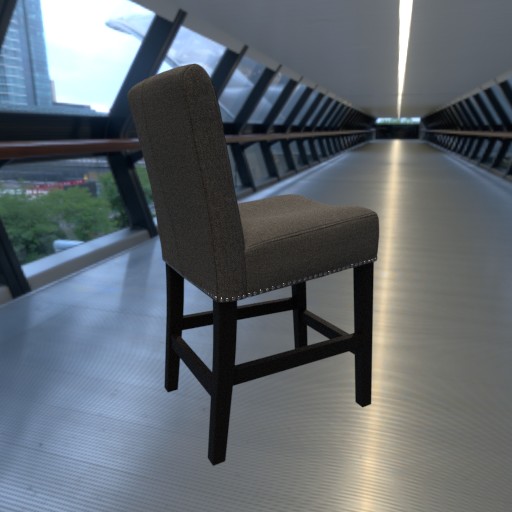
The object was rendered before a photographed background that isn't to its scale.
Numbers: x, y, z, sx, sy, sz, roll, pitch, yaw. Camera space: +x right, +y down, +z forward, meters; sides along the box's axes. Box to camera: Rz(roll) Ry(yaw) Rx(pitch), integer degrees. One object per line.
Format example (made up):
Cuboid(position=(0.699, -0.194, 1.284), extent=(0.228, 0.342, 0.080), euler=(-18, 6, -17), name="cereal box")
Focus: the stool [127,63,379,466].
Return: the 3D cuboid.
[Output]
Cuboid(position=(0.000, 0.000, 1.203), extent=(0.571, 0.885, 0.427), euler=(-8, 17, -27), name="stool")
